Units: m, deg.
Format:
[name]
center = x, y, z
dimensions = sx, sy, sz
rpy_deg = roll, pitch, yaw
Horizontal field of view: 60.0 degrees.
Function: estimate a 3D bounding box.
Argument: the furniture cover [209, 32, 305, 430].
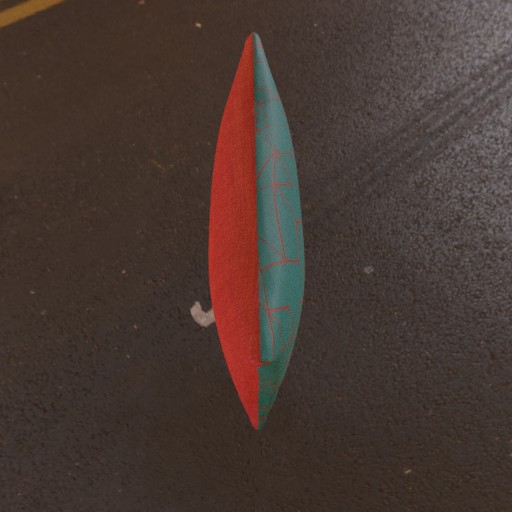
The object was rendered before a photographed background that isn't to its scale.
[furniture cover]
center = 0.000, 0.000, 0.782
dimensions = 0.158, 0.508, 0.517
rpy_deg = -1, 62, 0
